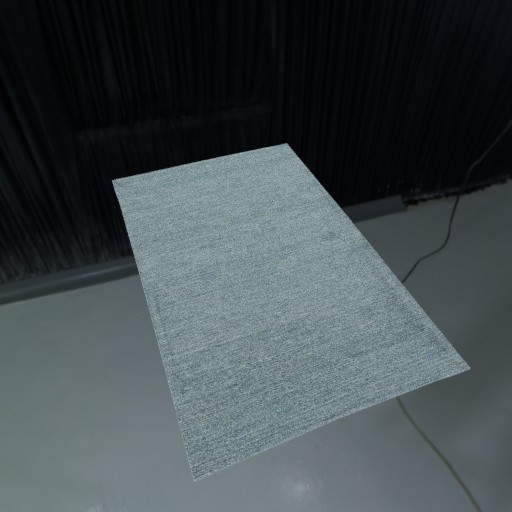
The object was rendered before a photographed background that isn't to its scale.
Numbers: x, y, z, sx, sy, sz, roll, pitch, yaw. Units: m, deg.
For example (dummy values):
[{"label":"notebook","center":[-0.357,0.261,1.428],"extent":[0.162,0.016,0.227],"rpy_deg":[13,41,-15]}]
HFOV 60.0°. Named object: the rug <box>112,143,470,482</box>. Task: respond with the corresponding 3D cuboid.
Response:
[{"label":"rug","center":[0.000,0.000,2.261],"extent":[1.174,0.022,1.853],"rpy_deg":[-15,48,-15]}]
